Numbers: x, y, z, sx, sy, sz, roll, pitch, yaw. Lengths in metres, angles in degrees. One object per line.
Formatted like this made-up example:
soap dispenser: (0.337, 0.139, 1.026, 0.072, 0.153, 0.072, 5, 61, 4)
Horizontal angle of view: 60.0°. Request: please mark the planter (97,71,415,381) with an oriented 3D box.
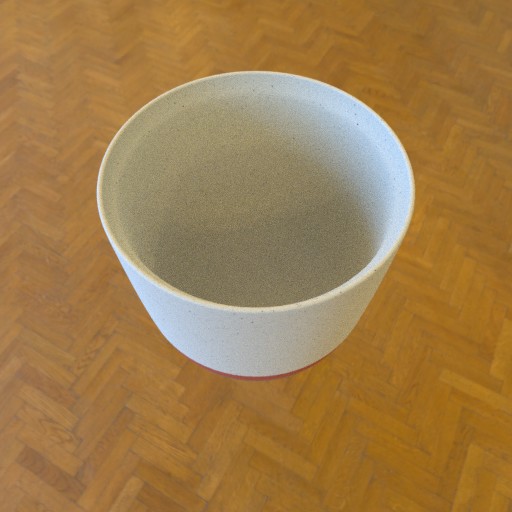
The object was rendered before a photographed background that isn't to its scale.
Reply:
planter: (0.000, 0.000, 0.378, 0.204, 0.214, 0.204, 0, 58, 0)
